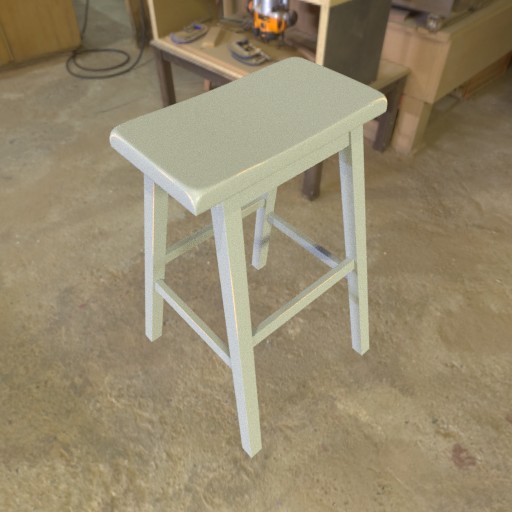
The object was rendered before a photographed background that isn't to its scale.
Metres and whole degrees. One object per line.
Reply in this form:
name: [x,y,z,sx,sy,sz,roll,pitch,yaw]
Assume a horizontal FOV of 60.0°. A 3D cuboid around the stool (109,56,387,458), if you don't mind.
stool: [0.000,0.000,1.038,0.457,0.737,0.476,-33,55,-27]
